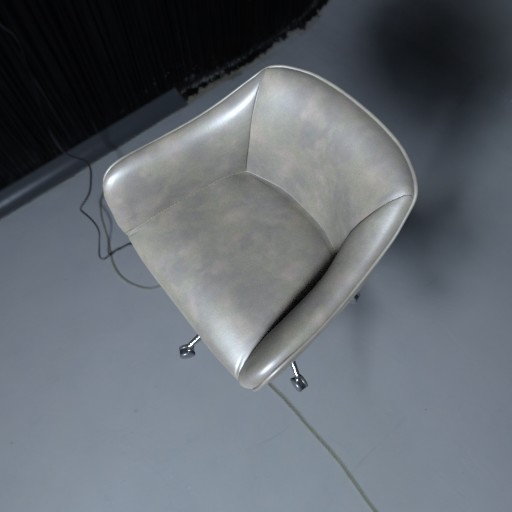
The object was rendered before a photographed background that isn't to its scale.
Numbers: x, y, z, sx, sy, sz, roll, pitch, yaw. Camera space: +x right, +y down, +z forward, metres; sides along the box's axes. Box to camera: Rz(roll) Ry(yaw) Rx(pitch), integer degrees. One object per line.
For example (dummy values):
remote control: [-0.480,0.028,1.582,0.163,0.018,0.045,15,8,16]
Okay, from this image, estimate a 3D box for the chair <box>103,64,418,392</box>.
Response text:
chair: [0.000,0.000,1.332,0.689,0.827,0.713,-36,69,-16]
